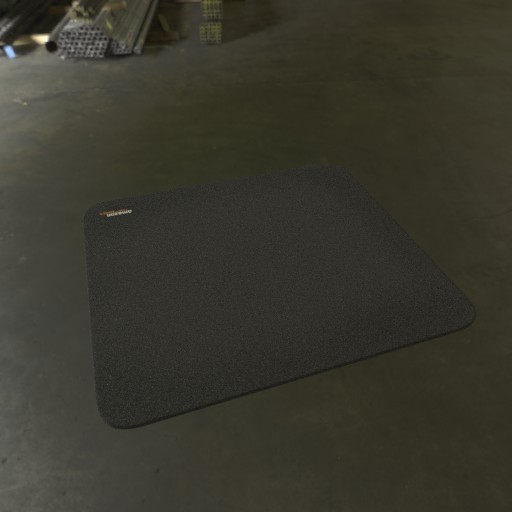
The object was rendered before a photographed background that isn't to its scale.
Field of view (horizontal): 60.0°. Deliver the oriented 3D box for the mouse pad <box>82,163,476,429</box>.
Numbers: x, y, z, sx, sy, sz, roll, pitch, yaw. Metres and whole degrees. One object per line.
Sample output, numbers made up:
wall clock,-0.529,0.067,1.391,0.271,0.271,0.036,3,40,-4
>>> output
mouse pad,0.000,0.000,0.313,0.229,0.003,0.203,-13,43,-14
